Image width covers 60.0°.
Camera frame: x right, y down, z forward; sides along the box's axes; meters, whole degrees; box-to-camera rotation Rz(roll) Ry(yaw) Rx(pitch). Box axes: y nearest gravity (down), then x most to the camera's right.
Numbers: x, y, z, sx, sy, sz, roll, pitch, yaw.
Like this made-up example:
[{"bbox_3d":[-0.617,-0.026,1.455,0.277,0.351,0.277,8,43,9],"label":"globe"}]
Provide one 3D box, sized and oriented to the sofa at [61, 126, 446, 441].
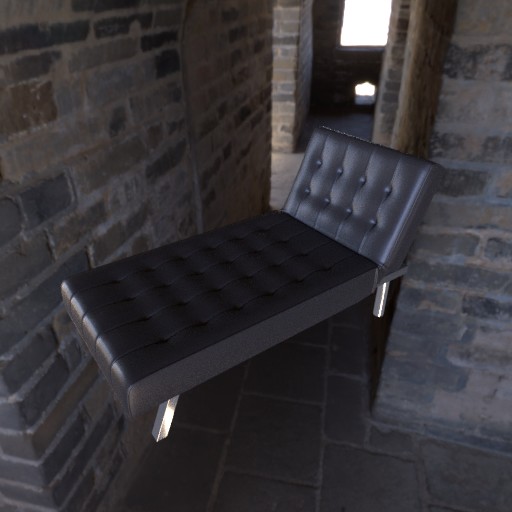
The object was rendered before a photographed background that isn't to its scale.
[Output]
[{"bbox_3d":[0.000,0.000,2.010,1.560,0.820,0.760,-21,37,-30],"label":"sofa"}]
